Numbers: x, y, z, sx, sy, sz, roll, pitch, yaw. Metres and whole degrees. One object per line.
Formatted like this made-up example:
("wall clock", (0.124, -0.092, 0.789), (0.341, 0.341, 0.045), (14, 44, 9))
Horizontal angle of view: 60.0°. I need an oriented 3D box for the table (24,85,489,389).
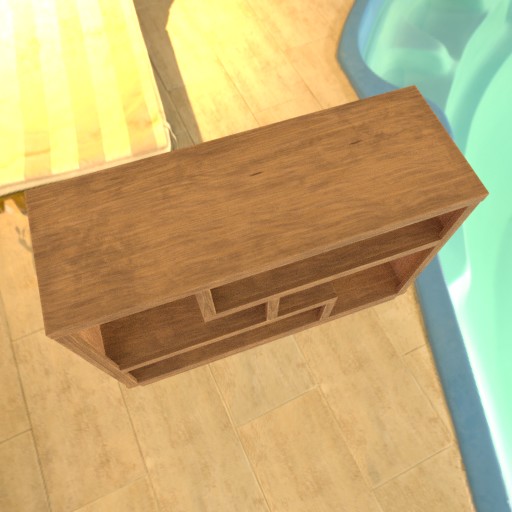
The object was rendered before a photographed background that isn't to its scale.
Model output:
("table", (0.000, 0.000, 1.507), (1.151, 0.771, 0.410), (-18, 66, -8))
